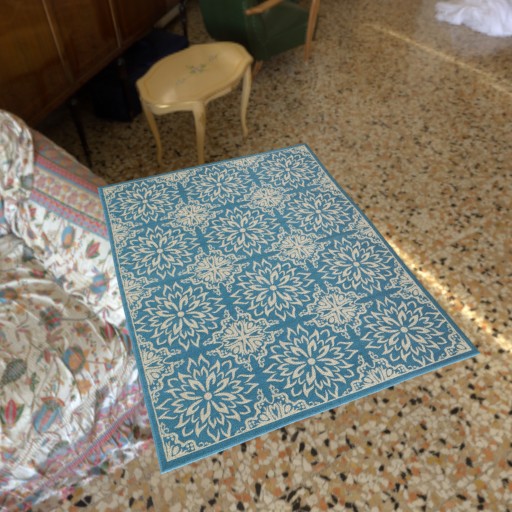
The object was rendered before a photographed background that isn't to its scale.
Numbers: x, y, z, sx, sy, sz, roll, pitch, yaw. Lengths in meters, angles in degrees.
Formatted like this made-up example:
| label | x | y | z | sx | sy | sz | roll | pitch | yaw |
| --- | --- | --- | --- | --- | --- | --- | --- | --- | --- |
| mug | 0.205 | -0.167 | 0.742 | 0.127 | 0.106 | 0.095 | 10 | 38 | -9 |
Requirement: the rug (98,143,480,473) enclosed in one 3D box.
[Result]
| label | x | y | z | sx | sy | sz | roll | pitch | yaw |
| --- | --- | --- | --- | --- | --- | --- | --- | --- | --- |
| rug | 0.000 | 0.000 | 3.867 | 2.350 | 0.018 | 2.964 | -15 | 48 | -14 |
